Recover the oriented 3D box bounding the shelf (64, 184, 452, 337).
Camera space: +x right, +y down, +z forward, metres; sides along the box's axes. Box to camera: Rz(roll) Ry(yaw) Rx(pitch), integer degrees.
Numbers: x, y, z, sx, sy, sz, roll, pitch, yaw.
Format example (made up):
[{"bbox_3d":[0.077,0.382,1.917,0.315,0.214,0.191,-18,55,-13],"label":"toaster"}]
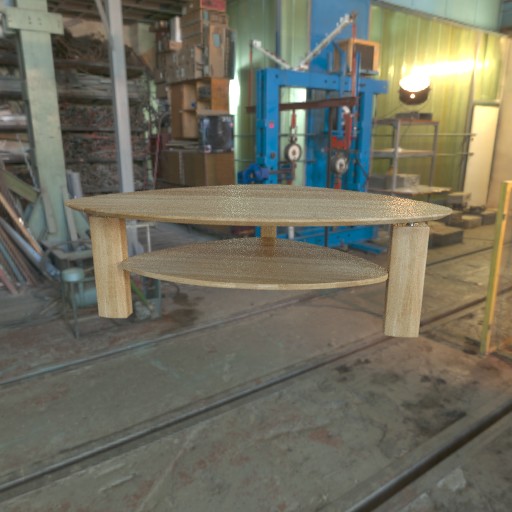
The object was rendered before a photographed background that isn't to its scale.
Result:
[{"bbox_3d":[0.000,0.000,1.643,1.240,0.439,0.863,2,15,9],"label":"shelf"}]
